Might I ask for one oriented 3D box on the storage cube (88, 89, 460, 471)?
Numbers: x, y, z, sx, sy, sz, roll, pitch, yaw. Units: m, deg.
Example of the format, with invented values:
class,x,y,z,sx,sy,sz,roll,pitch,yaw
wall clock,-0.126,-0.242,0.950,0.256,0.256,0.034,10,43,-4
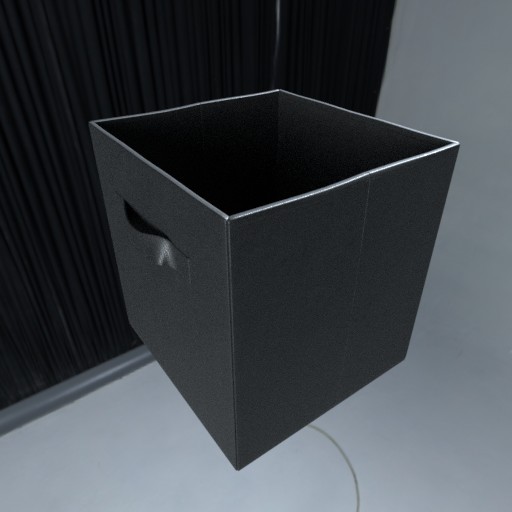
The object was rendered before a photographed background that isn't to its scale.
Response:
class,x,y,z,sx,sy,sz,roll,pitch,yaw
storage cube,0.000,0.000,0.499,0.270,0.280,0.270,-21,39,-29
